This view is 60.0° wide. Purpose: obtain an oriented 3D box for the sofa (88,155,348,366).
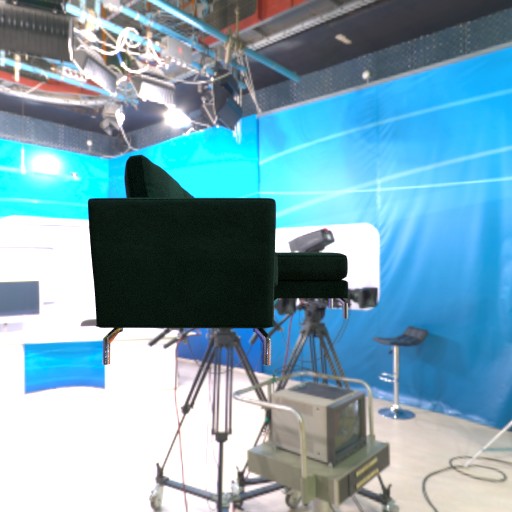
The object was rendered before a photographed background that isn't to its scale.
[{"bbox_3d":[0.000,0.000,3.180,1.489,1.007,2.441,0,-1,1],"label":"sofa"}]
